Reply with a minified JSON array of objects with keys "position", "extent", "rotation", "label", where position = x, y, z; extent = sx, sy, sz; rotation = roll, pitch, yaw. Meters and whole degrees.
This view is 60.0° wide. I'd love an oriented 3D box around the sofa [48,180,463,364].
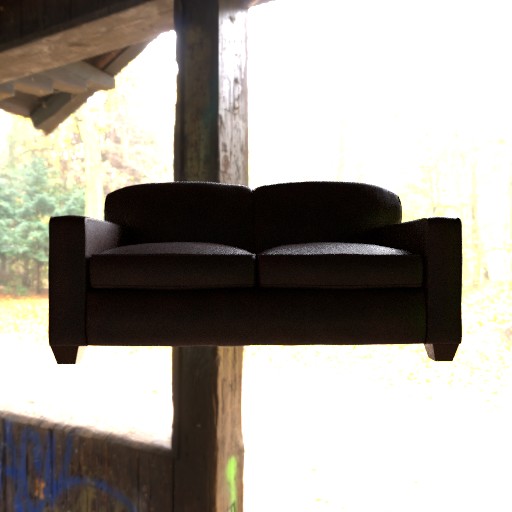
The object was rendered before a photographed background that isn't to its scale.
[{"position":[0.000,0.000,2.408],"extent":[1.856,0.966,1.000],"rotation":[0,-1,-2],"label":"sofa"}]
